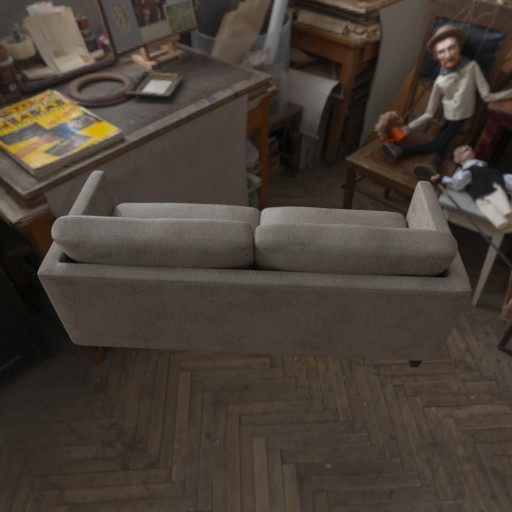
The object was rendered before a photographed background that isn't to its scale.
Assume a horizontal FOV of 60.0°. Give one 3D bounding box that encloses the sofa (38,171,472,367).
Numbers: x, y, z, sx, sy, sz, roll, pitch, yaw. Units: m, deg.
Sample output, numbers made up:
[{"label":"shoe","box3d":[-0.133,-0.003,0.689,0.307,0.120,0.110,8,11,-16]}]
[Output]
[{"label":"sofa","box3d":[0.000,0.000,2.720,2.208,0.965,0.951,2,45,2]}]
